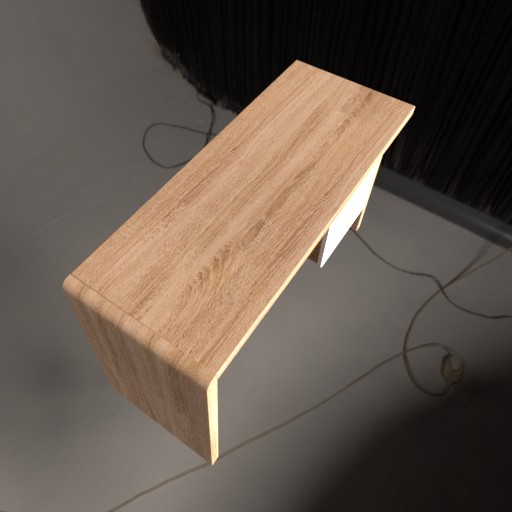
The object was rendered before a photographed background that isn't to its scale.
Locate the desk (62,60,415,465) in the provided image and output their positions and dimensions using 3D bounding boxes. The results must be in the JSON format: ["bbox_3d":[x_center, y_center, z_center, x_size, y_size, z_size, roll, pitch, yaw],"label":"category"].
[{"bbox_3d":[0.000,0.000,1.687,0.500,0.750,1.300,30,62,18],"label":"desk"}]
